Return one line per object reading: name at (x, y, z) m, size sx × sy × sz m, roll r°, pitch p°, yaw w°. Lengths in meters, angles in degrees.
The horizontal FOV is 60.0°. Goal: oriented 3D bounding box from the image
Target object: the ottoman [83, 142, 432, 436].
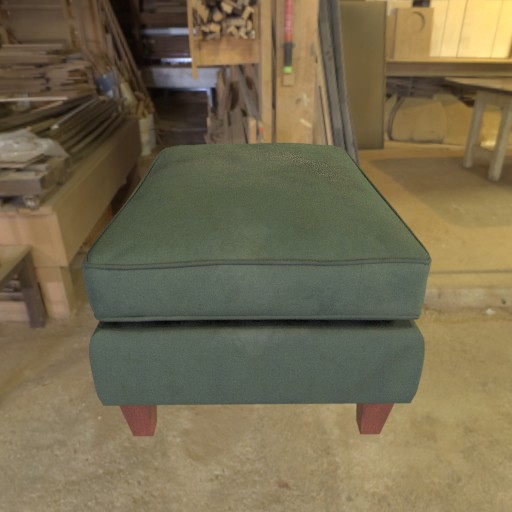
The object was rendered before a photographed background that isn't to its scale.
ottoman at (0.000, 0.000, 1.202) m, size 0.632 × 0.495 × 0.864 m, roll 0°, pitch 27°, yaw -1°
